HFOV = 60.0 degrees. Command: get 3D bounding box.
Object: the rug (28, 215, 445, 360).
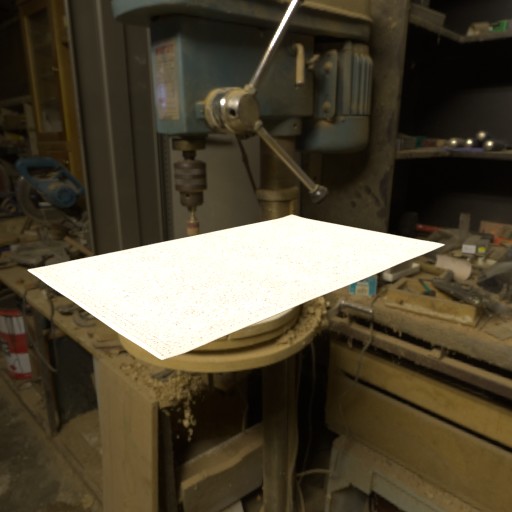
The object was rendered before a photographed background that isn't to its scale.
[{"bbox_3d":[0.000,0.000,2.987,2.434,0.023,1.518,-15,22,-42],"label":"rug"}]
